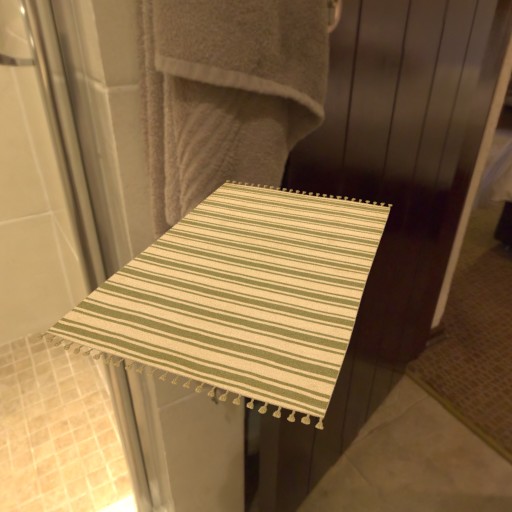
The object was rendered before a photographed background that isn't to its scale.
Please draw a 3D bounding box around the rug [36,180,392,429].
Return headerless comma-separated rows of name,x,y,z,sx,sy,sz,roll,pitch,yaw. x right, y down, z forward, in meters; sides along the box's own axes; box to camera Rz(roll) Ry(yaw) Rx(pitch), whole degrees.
rug,0.000,0.000,3.040,1.540,0.018,2.435,11,33,18
